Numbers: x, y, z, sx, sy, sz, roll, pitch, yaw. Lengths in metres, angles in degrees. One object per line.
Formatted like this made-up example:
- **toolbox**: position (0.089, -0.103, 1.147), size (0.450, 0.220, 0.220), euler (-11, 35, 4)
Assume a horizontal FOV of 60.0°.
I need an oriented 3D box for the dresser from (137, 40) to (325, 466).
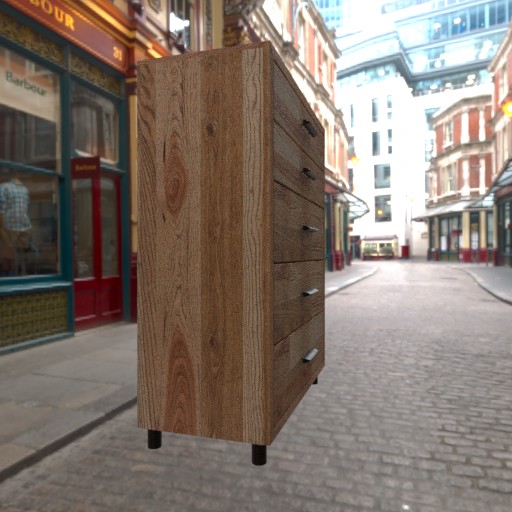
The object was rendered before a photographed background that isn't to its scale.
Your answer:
- **dresser**: position (0.000, 0.000, 1.795), size (0.480, 1.243, 0.966), euler (0, 0, 18)
